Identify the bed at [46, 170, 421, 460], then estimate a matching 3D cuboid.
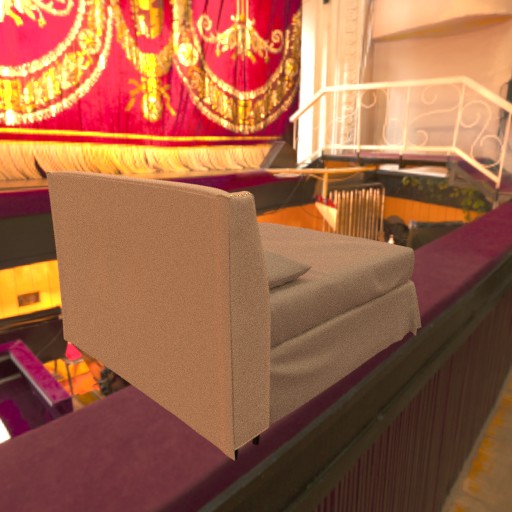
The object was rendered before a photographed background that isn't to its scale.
[{"bbox_3d":[0.000,0.000,3.383,1.925,1.332,2.276,14,21,42],"label":"bed"}]
